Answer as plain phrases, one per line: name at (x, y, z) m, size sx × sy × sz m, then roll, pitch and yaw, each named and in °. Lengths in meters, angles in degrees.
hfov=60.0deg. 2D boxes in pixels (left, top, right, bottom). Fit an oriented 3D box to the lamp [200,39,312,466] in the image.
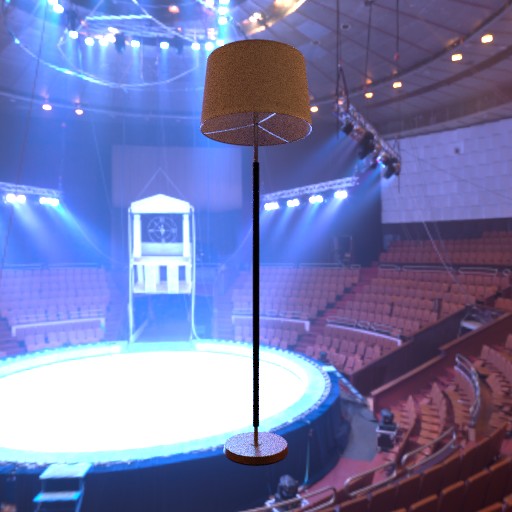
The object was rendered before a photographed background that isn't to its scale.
lamp at (0.000, 0.000, 1.655) m, size 0.420 × 1.447 × 0.420 m, roll 0°, pitch -1°, yaw 0°
